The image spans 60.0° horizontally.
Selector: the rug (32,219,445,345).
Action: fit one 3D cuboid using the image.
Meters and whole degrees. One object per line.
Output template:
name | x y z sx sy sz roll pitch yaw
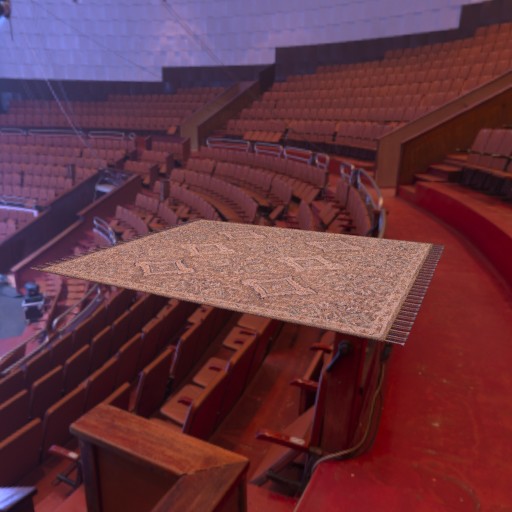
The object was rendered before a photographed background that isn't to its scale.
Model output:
rug | 0.000 0.000 4.120 3.056 0.010 2.437 8 18 26
